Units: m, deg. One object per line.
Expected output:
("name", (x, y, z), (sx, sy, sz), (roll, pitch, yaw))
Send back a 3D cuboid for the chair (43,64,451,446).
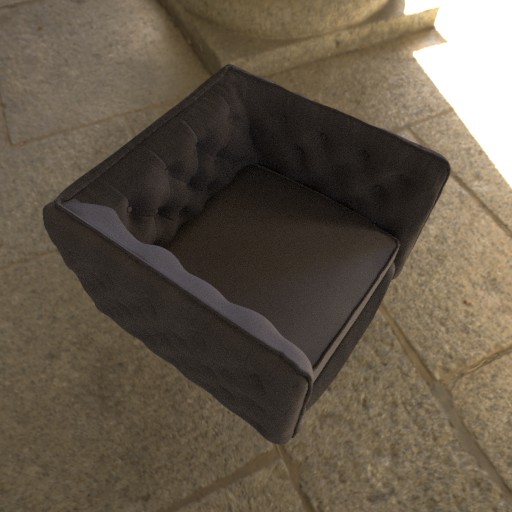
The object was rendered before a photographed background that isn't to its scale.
("chair", (0.000, 0.000, 1.622), (0.913, 0.807, 0.946), (31, 62, 19))
